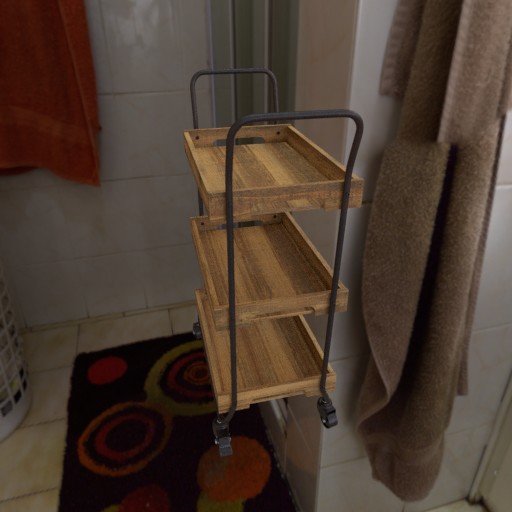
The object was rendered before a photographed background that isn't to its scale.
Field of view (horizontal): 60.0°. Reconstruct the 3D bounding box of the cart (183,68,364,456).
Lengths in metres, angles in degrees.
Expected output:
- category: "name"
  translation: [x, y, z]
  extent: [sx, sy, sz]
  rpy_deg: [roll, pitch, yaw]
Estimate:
- category: "cart"
  translation: [0.000, 0.000, 1.177]
  extent: [0.339, 0.857, 0.583]
  rpy_deg: [-7, 30, -12]
